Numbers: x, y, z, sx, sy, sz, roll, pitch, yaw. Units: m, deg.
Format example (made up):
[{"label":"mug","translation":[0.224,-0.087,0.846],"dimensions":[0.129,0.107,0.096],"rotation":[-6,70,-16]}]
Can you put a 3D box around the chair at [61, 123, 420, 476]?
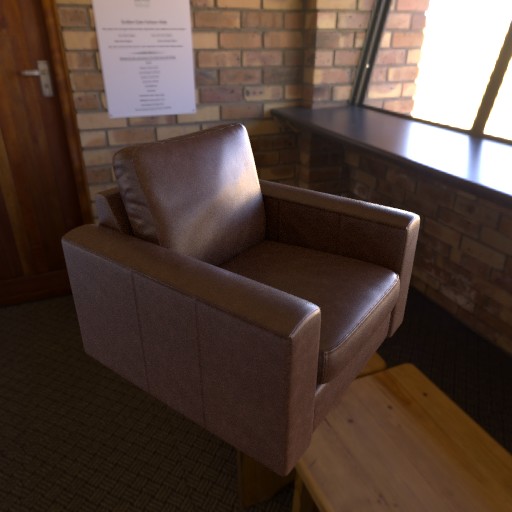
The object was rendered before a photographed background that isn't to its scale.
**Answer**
[{"label":"chair","translation":[0.000,0.000,1.734],"dimensions":[1.016,0.873,1.005],"rotation":[18,32,32]}]
